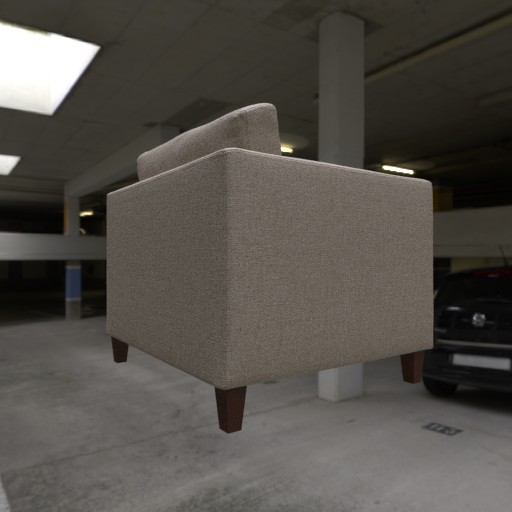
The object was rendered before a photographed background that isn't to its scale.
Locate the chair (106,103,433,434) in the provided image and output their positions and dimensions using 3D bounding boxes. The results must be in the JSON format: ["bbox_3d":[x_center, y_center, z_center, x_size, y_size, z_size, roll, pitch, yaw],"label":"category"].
[{"bbox_3d":[0.000,0.000,1.853,0.959,0.961,1.107,0,0,-35],"label":"chair"}]
